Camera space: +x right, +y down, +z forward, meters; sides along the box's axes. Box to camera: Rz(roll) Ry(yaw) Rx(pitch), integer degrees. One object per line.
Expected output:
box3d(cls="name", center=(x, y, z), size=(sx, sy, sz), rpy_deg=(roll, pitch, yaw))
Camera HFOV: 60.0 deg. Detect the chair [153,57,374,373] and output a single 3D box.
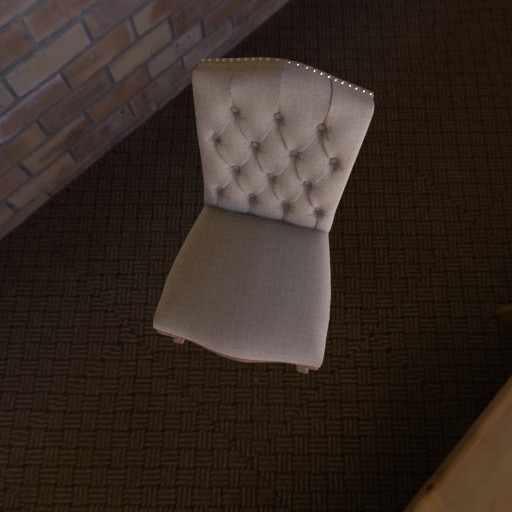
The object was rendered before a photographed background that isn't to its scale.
box3d(cls="chair", center=(0.000, 0.000, 1.592), size=(0.637, 1.191, 0.731), rpy_deg=(13, 75, 3))
